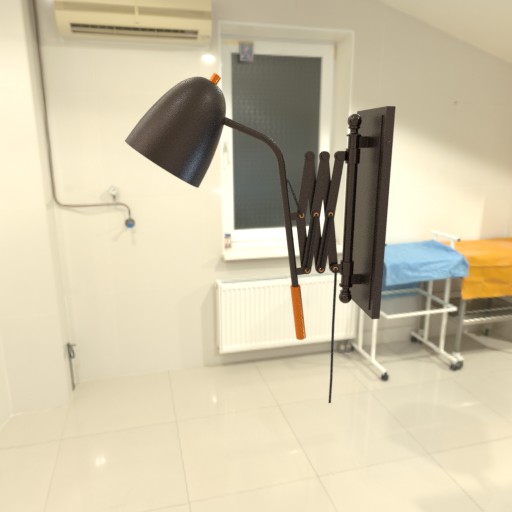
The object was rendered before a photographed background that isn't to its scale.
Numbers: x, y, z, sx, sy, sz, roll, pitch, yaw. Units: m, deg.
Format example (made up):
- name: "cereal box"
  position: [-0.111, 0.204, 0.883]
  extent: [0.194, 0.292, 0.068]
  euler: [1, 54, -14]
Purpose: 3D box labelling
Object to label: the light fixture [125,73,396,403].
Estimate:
- name: "light fixture"
  position: [0.000, 0.000, 0.931]
  extent: [0.499, 0.715, 0.162]
  euler: [-2, 15, -8]
